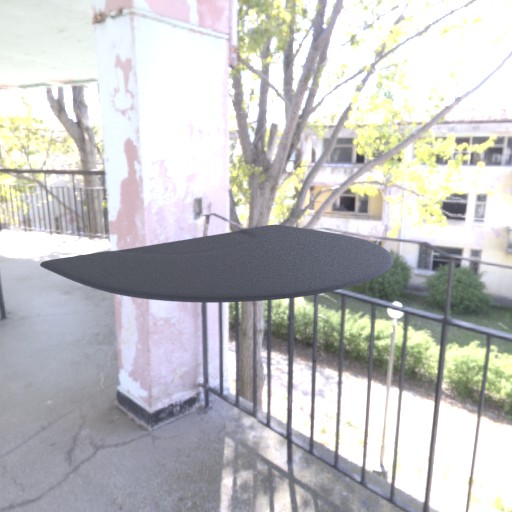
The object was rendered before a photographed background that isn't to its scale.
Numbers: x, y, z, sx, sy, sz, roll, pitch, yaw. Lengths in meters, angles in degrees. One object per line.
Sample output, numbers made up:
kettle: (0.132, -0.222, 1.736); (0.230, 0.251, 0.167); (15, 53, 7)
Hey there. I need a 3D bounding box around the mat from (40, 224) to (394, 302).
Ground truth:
mat: (0.000, 0.000, 1.629); (0.917, 0.016, 1.220); (12, 18, 43)
